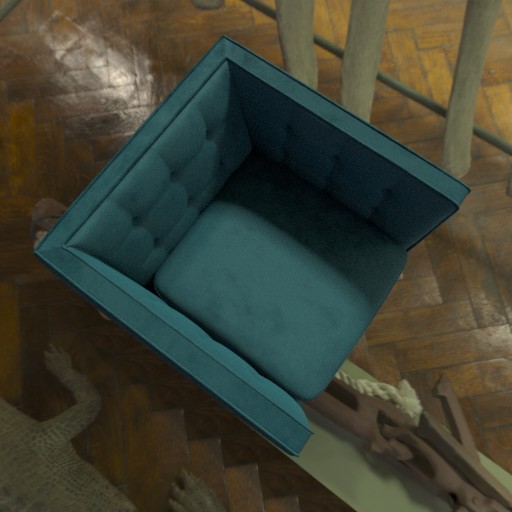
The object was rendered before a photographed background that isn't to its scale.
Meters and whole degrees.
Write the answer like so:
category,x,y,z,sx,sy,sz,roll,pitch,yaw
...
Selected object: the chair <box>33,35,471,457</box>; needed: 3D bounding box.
category,x,y,z,sx,sy,sz,roll,pitch,yaw
chair,0.000,0.000,1.561,0.894,0.790,0.880,35,78,9
